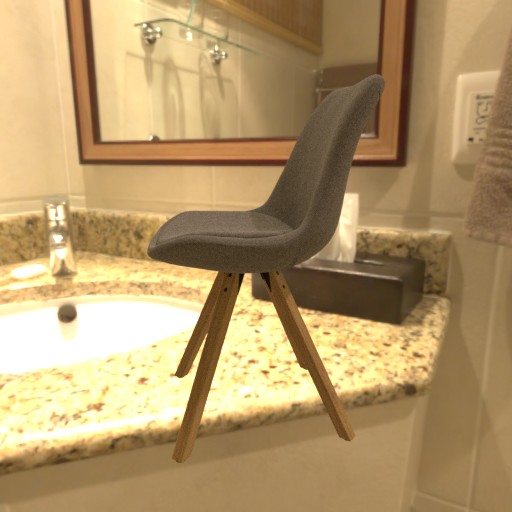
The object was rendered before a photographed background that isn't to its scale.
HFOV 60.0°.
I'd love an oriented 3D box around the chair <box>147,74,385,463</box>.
[{"bbox_3d":[0.000,0.000,1.160,0.550,0.865,0.483,-2,13,-9],"label":"chair"}]
